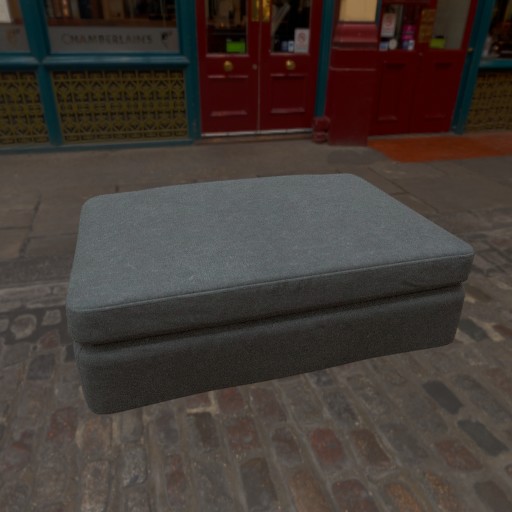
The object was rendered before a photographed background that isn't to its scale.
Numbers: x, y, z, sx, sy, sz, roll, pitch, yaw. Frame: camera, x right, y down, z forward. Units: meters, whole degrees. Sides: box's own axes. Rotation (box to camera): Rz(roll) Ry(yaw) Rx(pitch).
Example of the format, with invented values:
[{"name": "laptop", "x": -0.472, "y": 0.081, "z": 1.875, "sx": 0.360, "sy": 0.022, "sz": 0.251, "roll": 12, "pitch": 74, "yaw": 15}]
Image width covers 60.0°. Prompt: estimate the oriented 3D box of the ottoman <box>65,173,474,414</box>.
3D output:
[{"name": "ottoman", "x": 0.000, "y": 0.000, "z": 1.590, "sx": 1.199, "sy": 0.429, "sz": 0.840, "roll": -8, "pitch": 28, "yaw": -14}]
